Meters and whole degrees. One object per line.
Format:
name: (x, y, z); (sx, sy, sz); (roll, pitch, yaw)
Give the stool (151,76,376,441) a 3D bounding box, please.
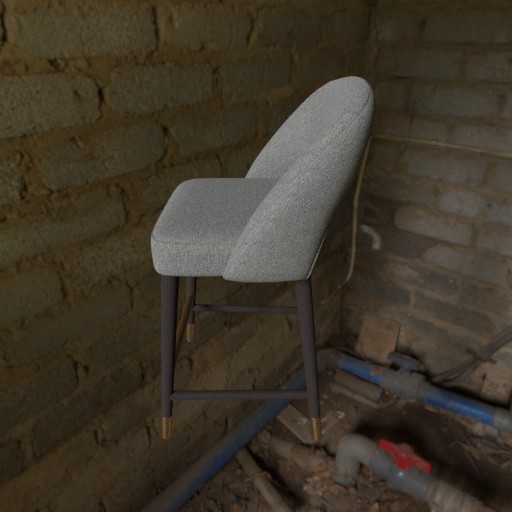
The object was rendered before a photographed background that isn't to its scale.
stool: (0.000, 0.000, 1.234); (0.524, 0.925, 0.536); (0, 27, 1)
